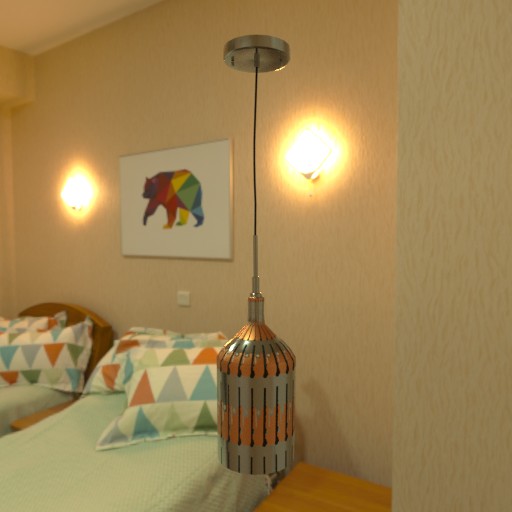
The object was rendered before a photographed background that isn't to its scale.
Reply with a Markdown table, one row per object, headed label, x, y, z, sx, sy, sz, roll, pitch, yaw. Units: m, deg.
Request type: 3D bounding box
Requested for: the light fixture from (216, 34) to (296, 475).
| label | x | y | z | sx | sy | sz | roll | pitch | yaw |
| --- | --- | --- | --- | --- | --- | --- | --- | --- | --- |
| light fixture | 0.000 | 0.000 | 1.682 | 0.303 | 1.535 | 0.303 | 0 | 2 | 0 |
